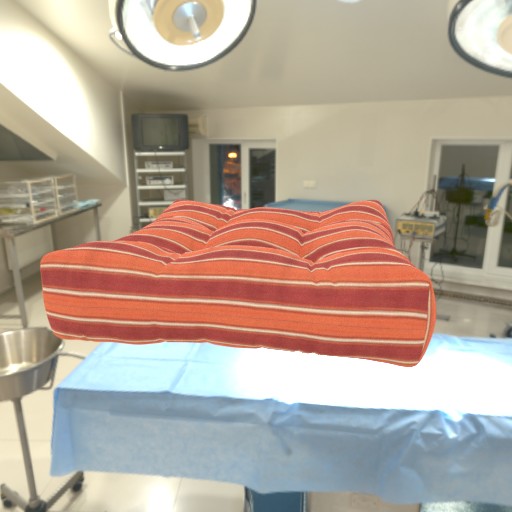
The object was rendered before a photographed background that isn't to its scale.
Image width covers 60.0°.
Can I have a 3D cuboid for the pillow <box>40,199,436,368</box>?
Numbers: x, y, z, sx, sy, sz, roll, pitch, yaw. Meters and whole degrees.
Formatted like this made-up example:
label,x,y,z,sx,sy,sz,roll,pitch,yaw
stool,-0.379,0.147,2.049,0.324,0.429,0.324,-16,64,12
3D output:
label,x,y,z,sx,sy,sz,roll,pitch,yaw
pillow,0.000,0.000,0.718,0.468,0.133,0.490,2,15,9
